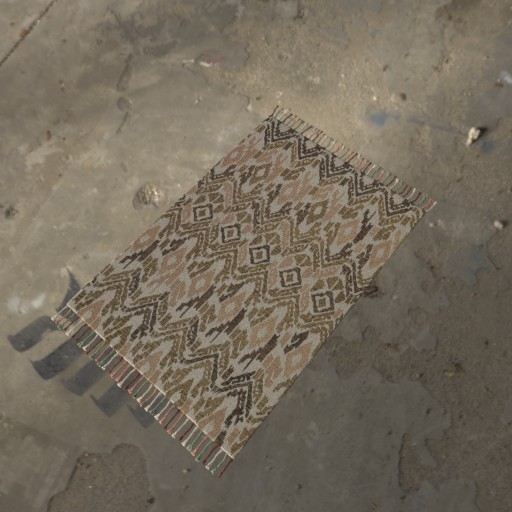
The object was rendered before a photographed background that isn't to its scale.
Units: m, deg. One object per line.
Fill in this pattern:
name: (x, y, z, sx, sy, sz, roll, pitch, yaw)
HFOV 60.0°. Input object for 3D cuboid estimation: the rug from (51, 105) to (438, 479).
rug: (0.000, 0.000, 3.102, 1.524, 0.008, 2.438, 37, 69, 16)
